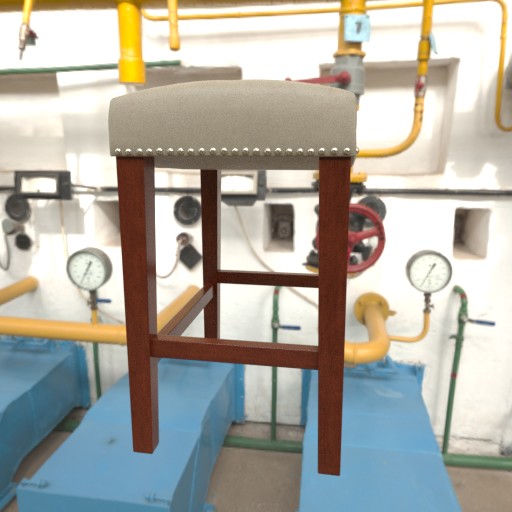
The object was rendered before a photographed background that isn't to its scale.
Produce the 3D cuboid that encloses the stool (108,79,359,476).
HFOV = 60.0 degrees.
[{"bbox_3d":[0.000,0.000,0.929,0.375,0.632,0.509,2,13,9],"label":"stool"}]
